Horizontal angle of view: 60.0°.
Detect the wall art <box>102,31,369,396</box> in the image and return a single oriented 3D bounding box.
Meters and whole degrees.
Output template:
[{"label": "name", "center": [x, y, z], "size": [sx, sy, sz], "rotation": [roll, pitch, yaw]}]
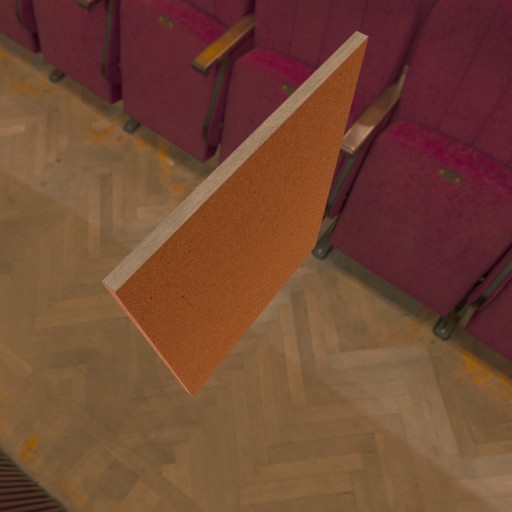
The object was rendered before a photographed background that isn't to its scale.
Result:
[{"label": "wall art", "center": [0.000, 0.000, 0.802], "size": [0.020, 0.613, 0.481], "rotation": [35, 68, 16]}]
